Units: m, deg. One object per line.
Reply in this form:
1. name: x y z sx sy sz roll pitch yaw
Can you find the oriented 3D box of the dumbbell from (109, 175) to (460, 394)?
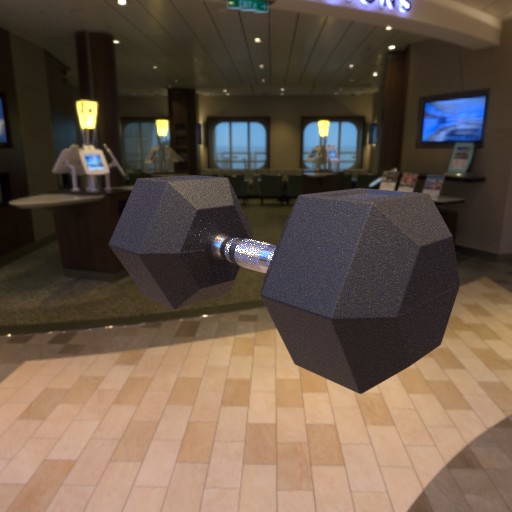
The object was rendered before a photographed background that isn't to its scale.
1. dumbbell: 0.000 0.000 0.470 0.173 0.150 0.384 -13 19 -42
